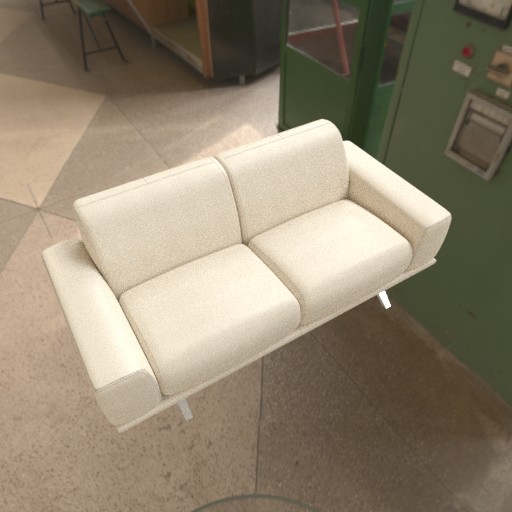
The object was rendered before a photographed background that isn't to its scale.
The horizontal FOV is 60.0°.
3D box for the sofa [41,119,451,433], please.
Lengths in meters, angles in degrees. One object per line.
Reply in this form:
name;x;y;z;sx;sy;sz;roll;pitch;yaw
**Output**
sofa;0.000;0.000;2.303;1.901;0.772;0.900;-24;50;-21
